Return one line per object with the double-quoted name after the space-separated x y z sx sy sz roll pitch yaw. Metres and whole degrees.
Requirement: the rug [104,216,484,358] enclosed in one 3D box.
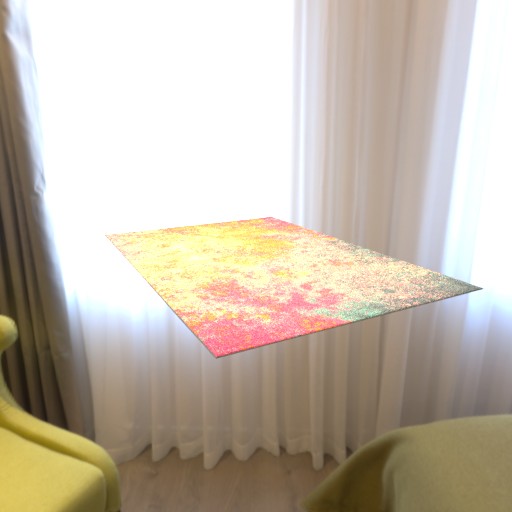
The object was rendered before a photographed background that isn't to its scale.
0.000 0.000 3.807 2.007 0.013 2.896 -9 18 -27 "rug"
